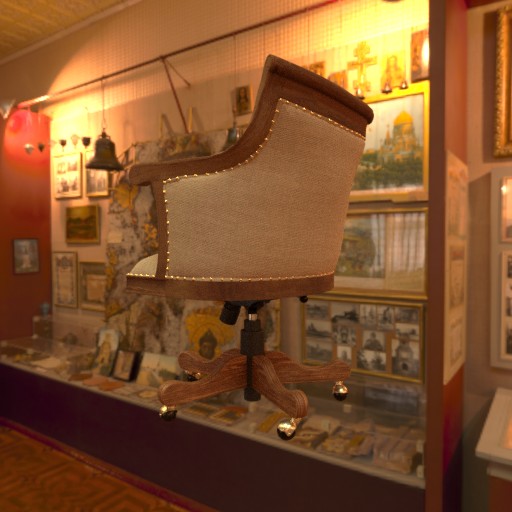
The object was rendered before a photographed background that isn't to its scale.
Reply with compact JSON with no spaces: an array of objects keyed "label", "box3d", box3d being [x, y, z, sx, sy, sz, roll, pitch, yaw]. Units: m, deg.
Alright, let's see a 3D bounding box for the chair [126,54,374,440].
[{"label":"chair","box3d":[0.000,0.000,1.440,0.689,0.965,0.656,1,2,36]}]
